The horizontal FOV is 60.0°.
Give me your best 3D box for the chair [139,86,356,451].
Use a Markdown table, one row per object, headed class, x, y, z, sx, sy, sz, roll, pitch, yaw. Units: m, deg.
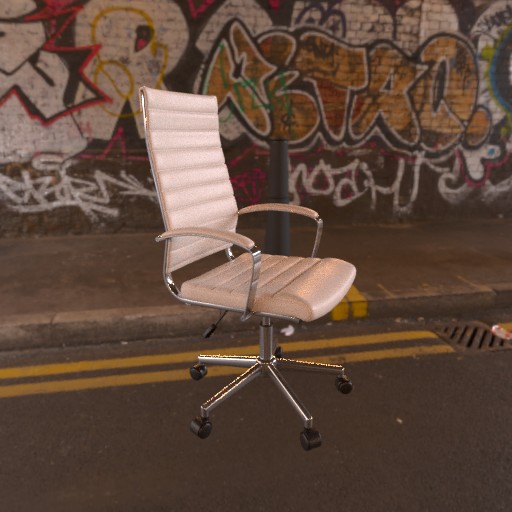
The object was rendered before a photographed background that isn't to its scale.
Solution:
| class | x | y | z | sx | sy | sz | roll | pitch | yaw |
| --- | --- | --- | --- | --- | --- | --- | --- | --- | --- |
| chair | 0.000 | 0.000 | 1.613 | 0.679 | 1.149 | 0.679 | 8 | 17 | 26 |
